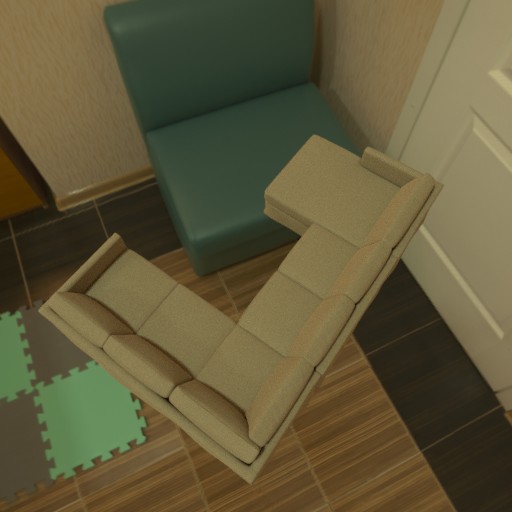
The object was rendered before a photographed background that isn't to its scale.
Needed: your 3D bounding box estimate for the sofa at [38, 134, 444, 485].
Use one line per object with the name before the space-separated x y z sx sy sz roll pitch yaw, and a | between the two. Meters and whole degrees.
sofa | 0.000 0.000 4.574 2.476 0.878 3.528 33 67 15
